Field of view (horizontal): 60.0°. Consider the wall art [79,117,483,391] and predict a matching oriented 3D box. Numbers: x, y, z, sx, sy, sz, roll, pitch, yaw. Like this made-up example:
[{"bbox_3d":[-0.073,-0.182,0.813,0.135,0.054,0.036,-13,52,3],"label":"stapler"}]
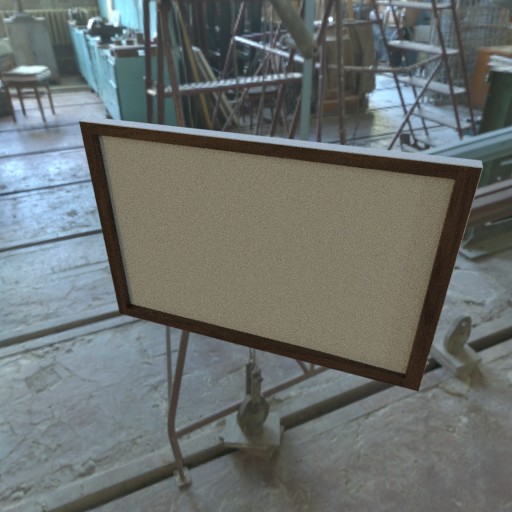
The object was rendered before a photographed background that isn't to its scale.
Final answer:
[{"bbox_3d":[0.000,0.000,1.415,1.138,0.761,0.051,11,34,17],"label":"wall art"}]
